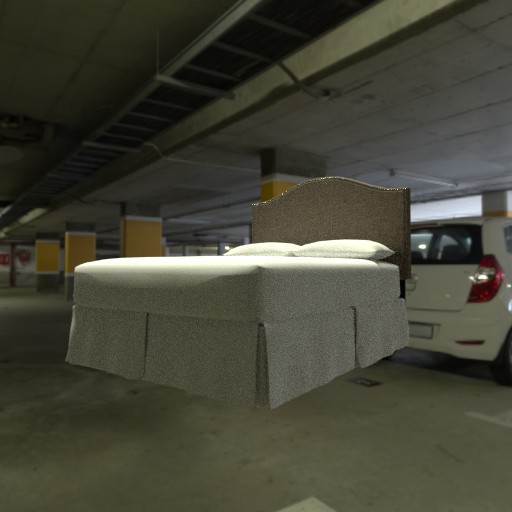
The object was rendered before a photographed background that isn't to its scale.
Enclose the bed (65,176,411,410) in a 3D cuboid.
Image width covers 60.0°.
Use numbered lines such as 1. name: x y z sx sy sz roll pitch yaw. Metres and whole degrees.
1. bed: 0.000 0.000 3.356 1.713 1.518 2.153 -1 -2 37
